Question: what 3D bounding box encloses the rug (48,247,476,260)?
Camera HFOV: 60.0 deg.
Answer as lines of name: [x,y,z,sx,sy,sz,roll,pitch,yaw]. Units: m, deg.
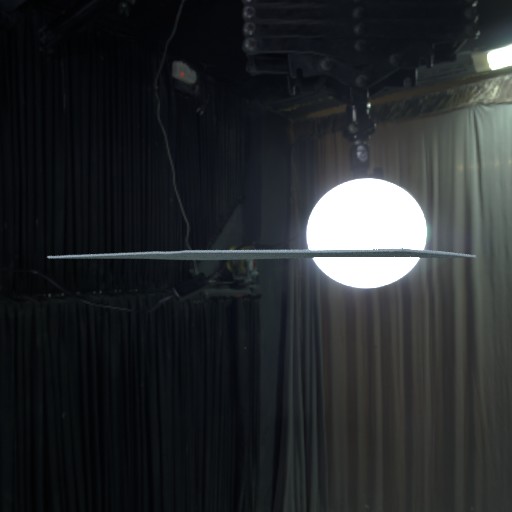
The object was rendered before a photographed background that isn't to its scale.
rug: [0.000,0.000,2.251,1.853,0.022,1.174,-1,-2,35]
